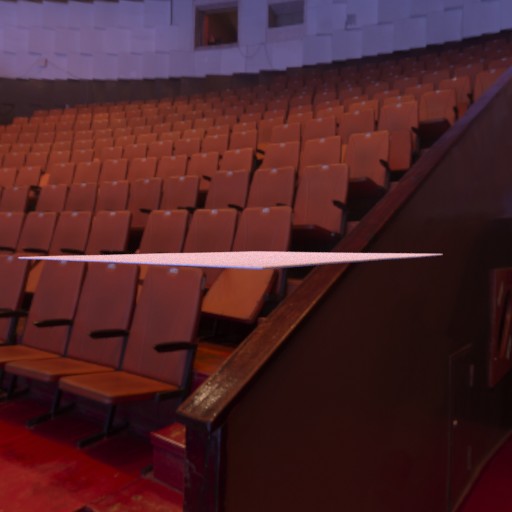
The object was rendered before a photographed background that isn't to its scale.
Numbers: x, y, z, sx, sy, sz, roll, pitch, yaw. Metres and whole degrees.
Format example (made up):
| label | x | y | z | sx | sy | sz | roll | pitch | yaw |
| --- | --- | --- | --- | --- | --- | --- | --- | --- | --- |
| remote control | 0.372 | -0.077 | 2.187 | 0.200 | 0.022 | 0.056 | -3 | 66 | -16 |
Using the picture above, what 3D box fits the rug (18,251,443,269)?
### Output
| label | x | y | z | sx | sy | sz | roll | pitch | yaw |
| --- | --- | --- | --- | --- | --- | --- | --- | --- | --- |
| rug | 0.000 | 0.000 | 3.986 | 2.410 | 0.021 | 3.055 | 1 | 2 | 37 |
